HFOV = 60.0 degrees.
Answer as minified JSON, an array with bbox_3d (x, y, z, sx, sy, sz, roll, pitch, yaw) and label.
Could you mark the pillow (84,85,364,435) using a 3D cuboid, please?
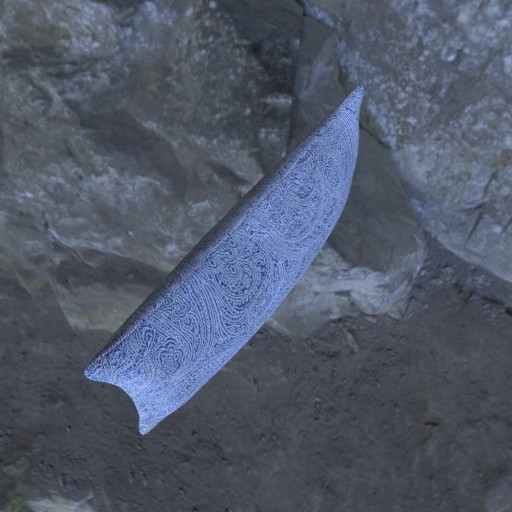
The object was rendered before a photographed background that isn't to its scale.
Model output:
[{"bbox_3d":[0.000,0.000,0.728,0.151,0.295,0.615,31,61,19],"label":"pillow"}]
